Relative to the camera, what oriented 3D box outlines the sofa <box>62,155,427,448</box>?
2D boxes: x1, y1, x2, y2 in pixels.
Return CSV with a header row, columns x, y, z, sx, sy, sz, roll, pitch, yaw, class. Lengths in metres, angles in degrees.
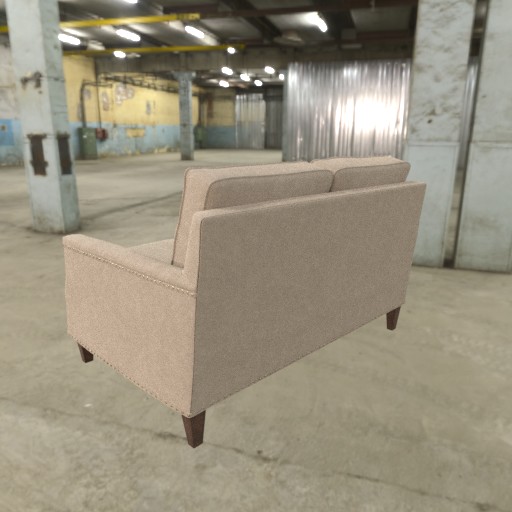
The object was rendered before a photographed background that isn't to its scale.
x,y,z,sx,sy,sz,roll,pitch,yaw,class
0.000,0.000,2.273,1.597,1.002,1.084,-14,21,-43,sofa
